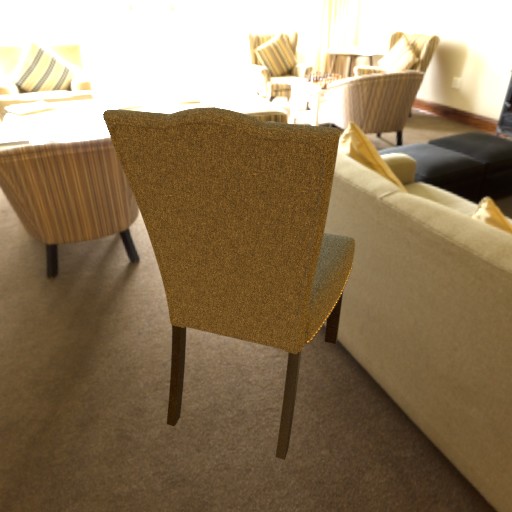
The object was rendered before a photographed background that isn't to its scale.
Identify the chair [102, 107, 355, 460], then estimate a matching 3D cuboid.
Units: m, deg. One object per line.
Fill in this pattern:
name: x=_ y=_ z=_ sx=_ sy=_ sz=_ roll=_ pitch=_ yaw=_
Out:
chair: x=0.000 y=0.000 z=1.295 sx=0.518 sy=0.946 sz=0.589 roll=10 pitch=32 yaw=16
